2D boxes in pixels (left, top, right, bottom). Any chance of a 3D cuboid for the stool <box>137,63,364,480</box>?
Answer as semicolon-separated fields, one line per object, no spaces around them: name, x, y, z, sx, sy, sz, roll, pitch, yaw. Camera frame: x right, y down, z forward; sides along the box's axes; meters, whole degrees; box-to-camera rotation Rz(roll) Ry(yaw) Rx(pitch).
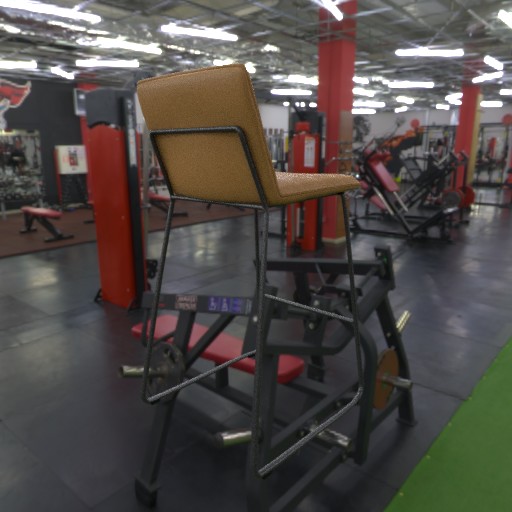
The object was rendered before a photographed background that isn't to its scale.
stool;0.000;0.000;1.270;0.489;0.936;0.524;12;18;42
